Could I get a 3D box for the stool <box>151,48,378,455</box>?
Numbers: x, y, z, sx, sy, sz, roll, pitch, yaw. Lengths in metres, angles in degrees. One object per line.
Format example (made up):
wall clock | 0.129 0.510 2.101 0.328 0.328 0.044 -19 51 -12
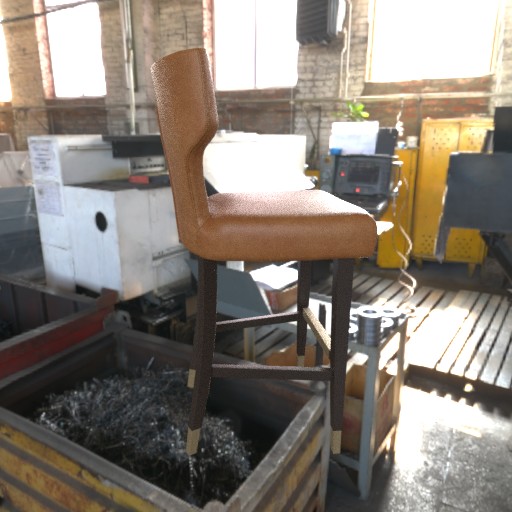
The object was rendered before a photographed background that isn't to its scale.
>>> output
stool | 0.000 0.000 1.362 0.563 1.092 0.526 -2 16 -7
